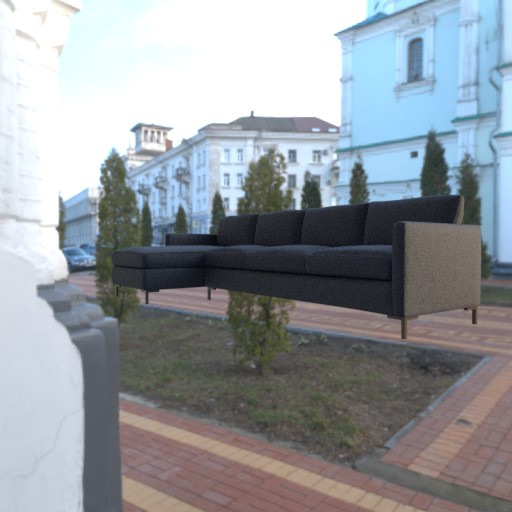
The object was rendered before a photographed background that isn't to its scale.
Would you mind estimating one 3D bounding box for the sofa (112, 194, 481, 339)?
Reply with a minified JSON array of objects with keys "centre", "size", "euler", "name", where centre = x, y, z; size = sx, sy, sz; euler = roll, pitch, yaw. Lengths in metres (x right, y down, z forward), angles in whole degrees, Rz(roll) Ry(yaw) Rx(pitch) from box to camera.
[{"centre":[0.000,0.000,2.912],"size":[1.125,0.673,2.445],"euler":[-1,2,-36],"name":"sofa"}]
